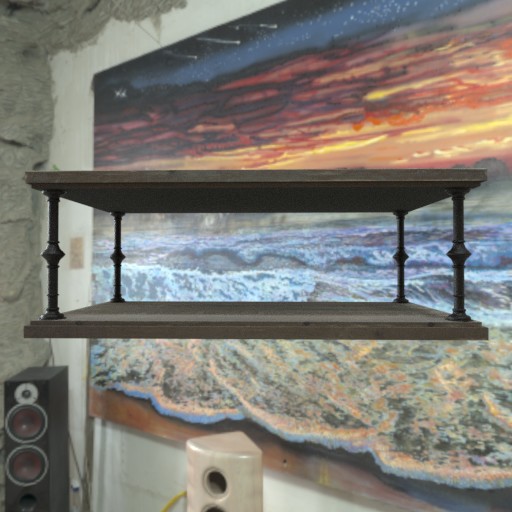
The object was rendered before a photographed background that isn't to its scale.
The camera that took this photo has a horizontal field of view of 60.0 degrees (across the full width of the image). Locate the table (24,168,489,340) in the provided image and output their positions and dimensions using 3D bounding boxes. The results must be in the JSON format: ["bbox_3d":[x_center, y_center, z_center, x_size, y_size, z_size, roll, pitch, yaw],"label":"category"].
[{"bbox_3d":[0.000,0.000,1.317,1.088,0.399,0.554,0,-1,2],"label":"table"}]
